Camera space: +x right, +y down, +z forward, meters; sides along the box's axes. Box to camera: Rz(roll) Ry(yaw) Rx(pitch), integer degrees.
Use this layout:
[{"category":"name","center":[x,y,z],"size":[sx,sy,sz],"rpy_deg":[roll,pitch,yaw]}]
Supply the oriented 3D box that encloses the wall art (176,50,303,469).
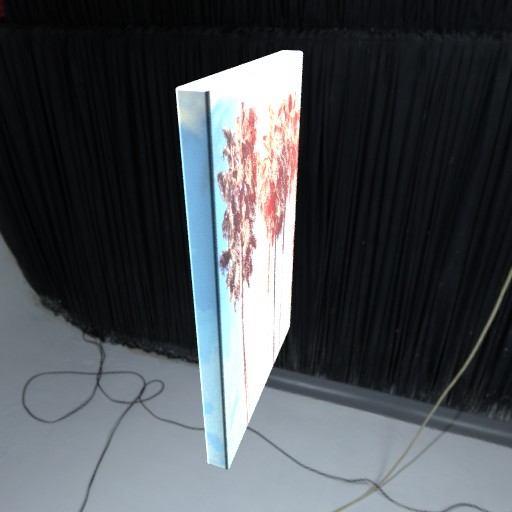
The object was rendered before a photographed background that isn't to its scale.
[{"category":"wall art","center":[0.000,0.000,0.763],"size":[0.038,0.610,0.401],"rpy_deg":[10,31,16]}]
